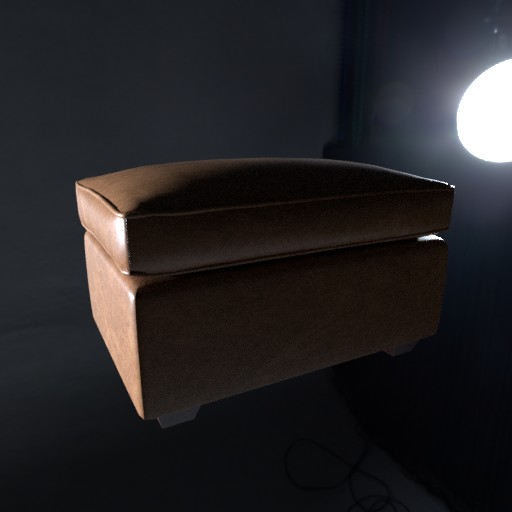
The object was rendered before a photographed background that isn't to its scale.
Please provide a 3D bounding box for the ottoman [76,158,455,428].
[{"bbox_3d":[0.000,0.000,1.095,0.756,0.468,0.554,-8,18,-27],"label":"ottoman"}]
